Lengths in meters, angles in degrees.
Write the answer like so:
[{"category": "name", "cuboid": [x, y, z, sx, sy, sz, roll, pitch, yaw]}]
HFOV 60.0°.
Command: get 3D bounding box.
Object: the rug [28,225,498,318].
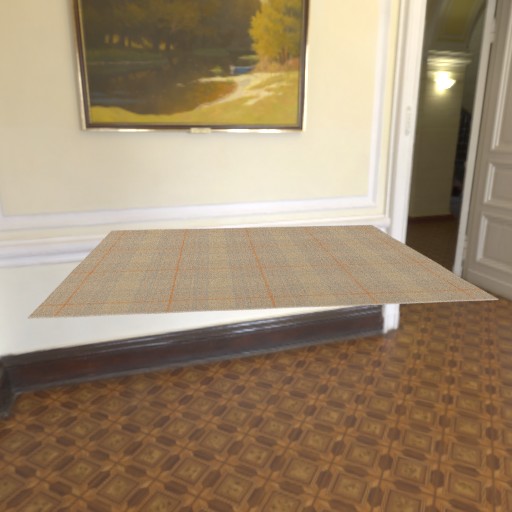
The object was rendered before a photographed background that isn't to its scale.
[{"category": "rug", "cuboid": [0.000, 0.000, 4.015, 3.051, 0.021, 2.448, -2, 16, -6]}]
